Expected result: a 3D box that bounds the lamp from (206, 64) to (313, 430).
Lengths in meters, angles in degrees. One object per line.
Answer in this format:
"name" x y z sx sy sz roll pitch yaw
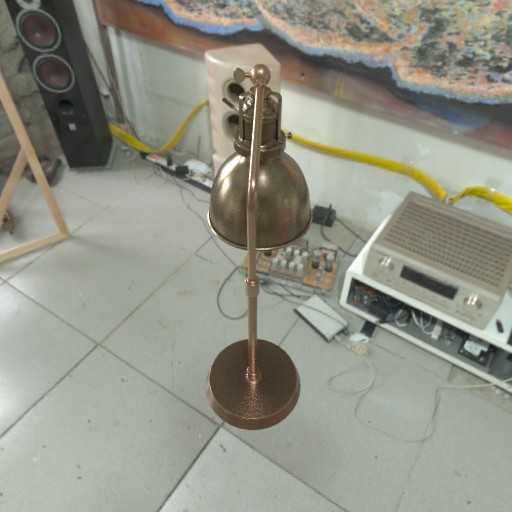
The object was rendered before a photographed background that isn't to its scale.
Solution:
"lamp" 0.000 0.000 0.596 0.153 0.456 0.286 3 46 3
